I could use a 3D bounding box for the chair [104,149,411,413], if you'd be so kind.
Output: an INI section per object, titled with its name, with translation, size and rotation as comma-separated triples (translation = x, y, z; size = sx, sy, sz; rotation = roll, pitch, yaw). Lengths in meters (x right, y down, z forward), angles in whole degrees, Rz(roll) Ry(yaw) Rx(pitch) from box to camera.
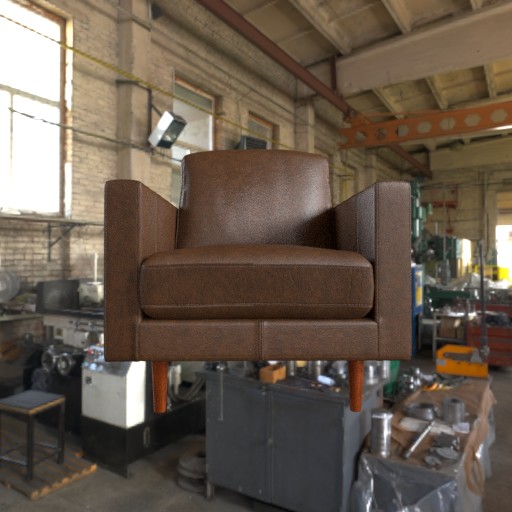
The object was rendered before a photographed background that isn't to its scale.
[chair]
translation = 0.000, 0.000, 1.685
size = 0.890, 0.956, 0.909
rotation = 0, -1, -1
